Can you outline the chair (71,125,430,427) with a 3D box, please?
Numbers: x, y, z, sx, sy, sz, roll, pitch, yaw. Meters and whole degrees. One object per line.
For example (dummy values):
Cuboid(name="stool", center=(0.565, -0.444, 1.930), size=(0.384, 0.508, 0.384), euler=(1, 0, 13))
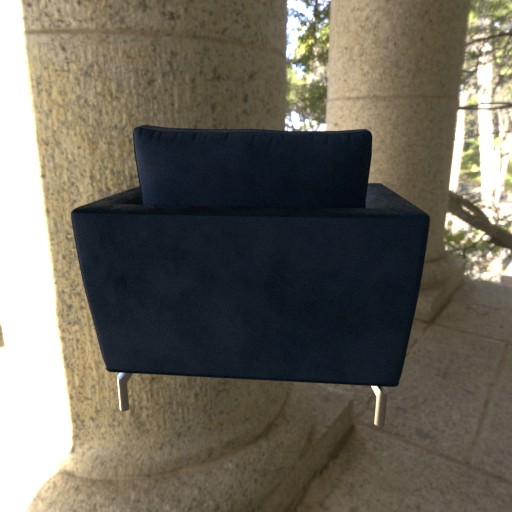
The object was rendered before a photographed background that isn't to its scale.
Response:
Cuboid(name="chair", center=(0.000, 0.000, 1.581), size=(0.977, 0.893, 0.746), euler=(2, 16, 5))
